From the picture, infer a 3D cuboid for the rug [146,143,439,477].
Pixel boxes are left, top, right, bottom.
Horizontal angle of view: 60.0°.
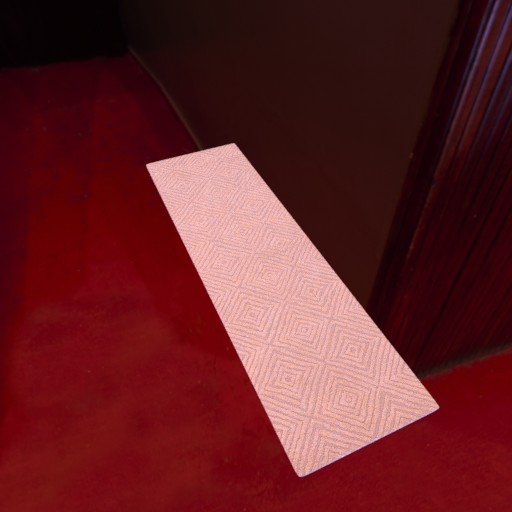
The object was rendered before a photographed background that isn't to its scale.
[{"bbox_3d":[0.000,0.000,2.499,0.676,0.008,2.277,-18,48,-17],"label":"rug"}]
